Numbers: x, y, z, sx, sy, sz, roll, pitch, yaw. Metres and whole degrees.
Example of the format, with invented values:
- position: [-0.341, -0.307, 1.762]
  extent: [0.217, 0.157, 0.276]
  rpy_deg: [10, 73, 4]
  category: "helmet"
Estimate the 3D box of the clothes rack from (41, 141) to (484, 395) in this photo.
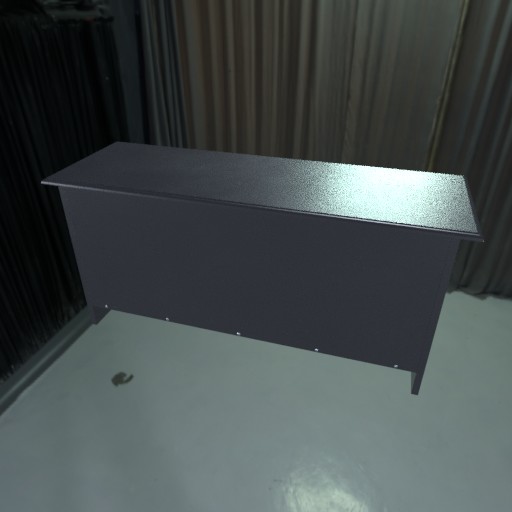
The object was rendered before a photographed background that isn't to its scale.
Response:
- position: [0.000, 0.000, 1.474]
  extent: [1.219, 0.556, 0.406]
  rpy_deg: [9, 32, 14]
  category: "clothes rack"
